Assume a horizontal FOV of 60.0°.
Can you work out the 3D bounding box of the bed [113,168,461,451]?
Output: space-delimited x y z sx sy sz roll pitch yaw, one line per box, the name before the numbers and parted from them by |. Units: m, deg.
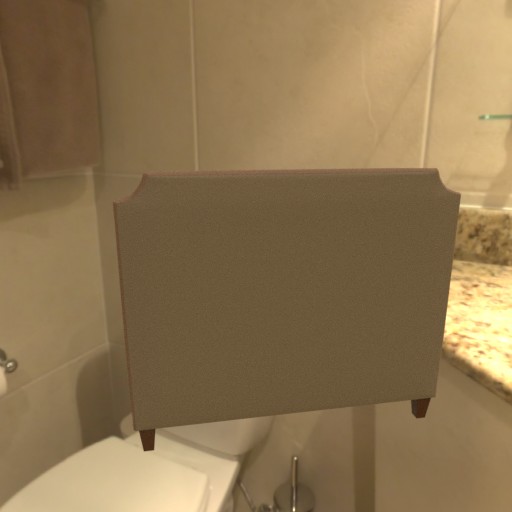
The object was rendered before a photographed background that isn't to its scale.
bed | 0.000 0.000 3.346 1.713 1.443 2.372 -3 15 -10
